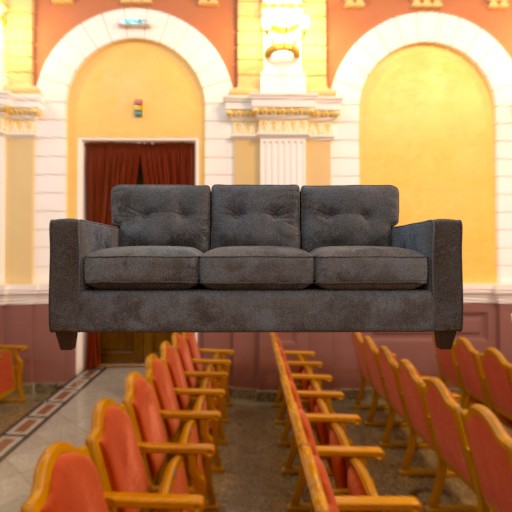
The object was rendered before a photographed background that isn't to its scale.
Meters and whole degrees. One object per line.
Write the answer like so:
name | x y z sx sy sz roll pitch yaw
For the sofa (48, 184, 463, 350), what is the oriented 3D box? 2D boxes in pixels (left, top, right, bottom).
sofa | 0.000 0.000 2.688 2.133 0.965 0.939 0 0 0
